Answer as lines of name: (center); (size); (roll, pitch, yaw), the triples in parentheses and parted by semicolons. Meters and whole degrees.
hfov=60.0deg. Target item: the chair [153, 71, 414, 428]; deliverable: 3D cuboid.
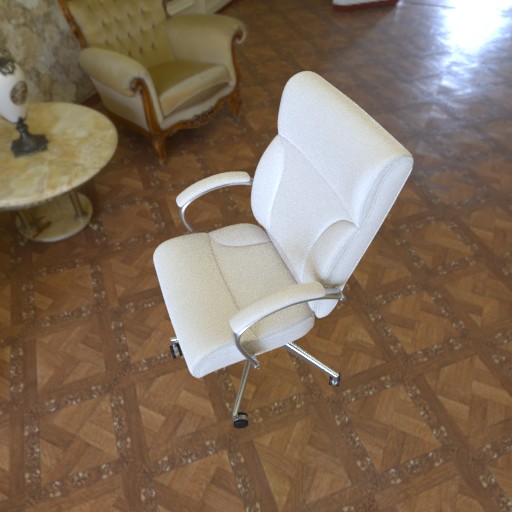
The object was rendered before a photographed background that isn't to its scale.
chair: (0.000, 0.000, 1.620); (0.745, 1.099, 0.727); (-16, 47, -15)
